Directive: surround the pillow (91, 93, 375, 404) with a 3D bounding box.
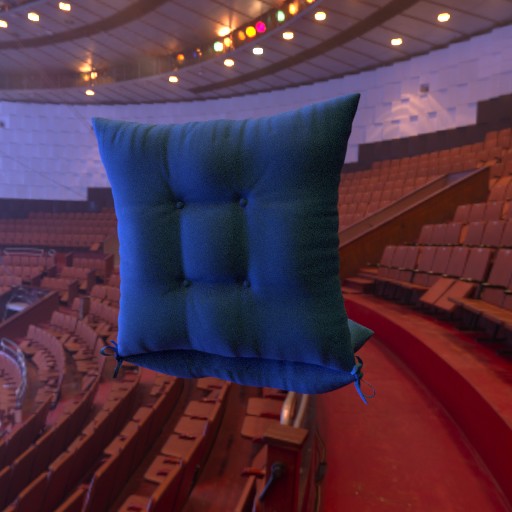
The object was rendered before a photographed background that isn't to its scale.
[{"bbox_3d":[0.000,0.000,1.011,0.541,0.536,0.585,0,1,17],"label":"pillow"}]
